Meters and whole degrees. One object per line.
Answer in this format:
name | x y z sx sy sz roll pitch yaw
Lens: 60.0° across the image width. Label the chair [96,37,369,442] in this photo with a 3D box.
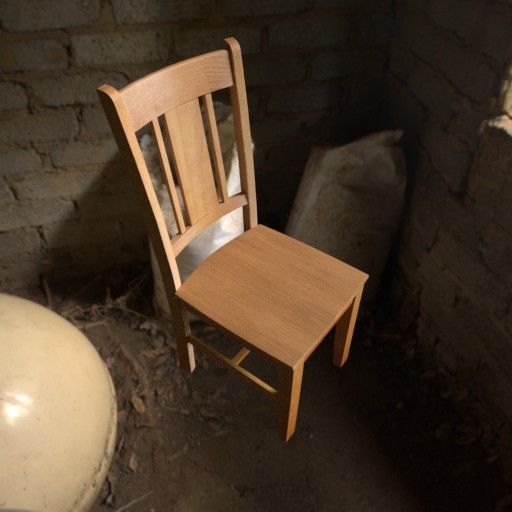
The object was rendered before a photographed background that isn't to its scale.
chair | 0.000 0.000 1.289 0.556 0.998 0.450 27 49 27
